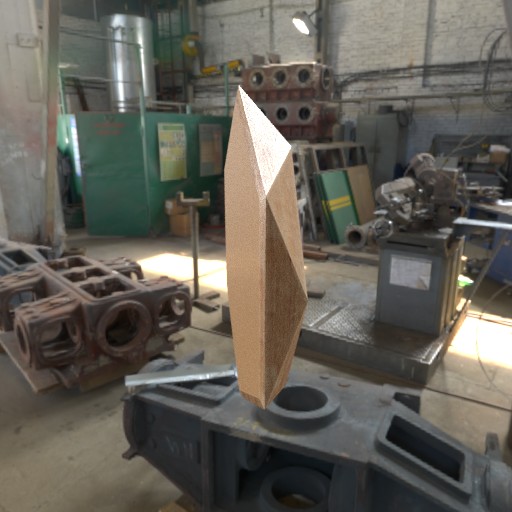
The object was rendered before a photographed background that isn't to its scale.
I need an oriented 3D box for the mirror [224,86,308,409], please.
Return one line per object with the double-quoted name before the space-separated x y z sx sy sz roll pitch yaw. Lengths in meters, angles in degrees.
"mirror" 0.000 0.000 1.082 0.091 0.779 0.675 -3 16 -9
